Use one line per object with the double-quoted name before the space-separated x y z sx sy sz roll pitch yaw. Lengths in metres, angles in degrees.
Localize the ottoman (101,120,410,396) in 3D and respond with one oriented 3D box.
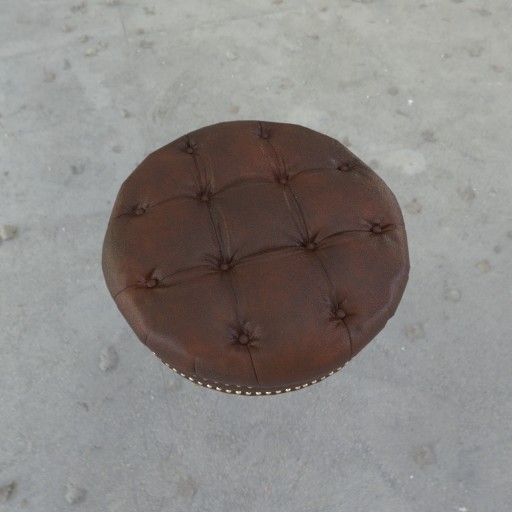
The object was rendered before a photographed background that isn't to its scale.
"ottoman" 0.000 0.000 1.401 0.901 0.455 0.901 0 57 0
